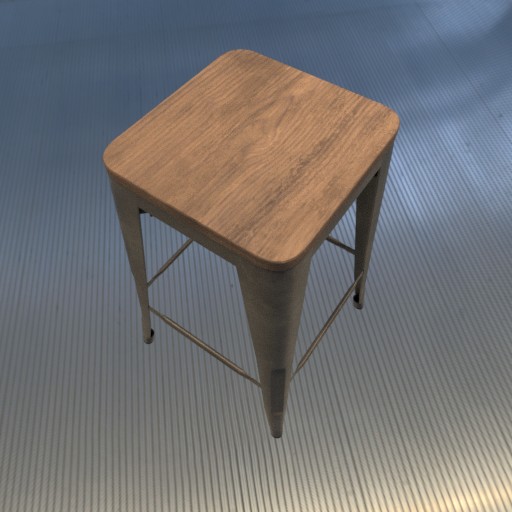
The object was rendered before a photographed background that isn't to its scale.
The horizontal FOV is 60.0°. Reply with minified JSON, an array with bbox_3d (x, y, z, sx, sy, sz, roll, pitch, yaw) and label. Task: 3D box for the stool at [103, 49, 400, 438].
[{"bbox_3d":[0.000,0.000,0.868,0.407,0.607,0.407,30,62,18],"label":"stool"}]
